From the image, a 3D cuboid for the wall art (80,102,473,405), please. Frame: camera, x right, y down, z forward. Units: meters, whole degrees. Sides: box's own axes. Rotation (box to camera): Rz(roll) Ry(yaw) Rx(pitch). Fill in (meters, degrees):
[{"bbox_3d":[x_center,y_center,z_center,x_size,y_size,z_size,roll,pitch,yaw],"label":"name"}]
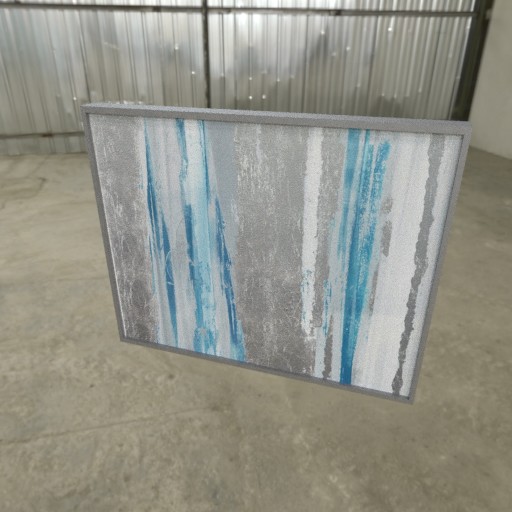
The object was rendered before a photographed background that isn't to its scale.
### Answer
[{"bbox_3d":[0.000,0.000,0.724,0.557,0.450,0.037,8,28,16],"label":"wall art"}]
